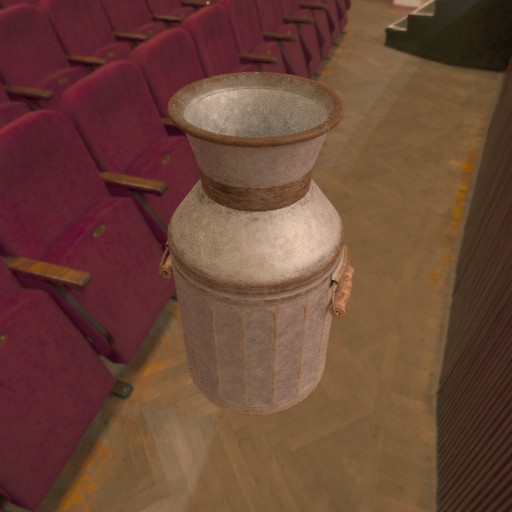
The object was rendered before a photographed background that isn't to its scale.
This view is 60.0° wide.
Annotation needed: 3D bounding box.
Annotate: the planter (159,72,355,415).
[{"bbox_3d":[0.000,0.000,0.557,0.245,0.396,0.214,12,42,14],"label":"planter"}]
